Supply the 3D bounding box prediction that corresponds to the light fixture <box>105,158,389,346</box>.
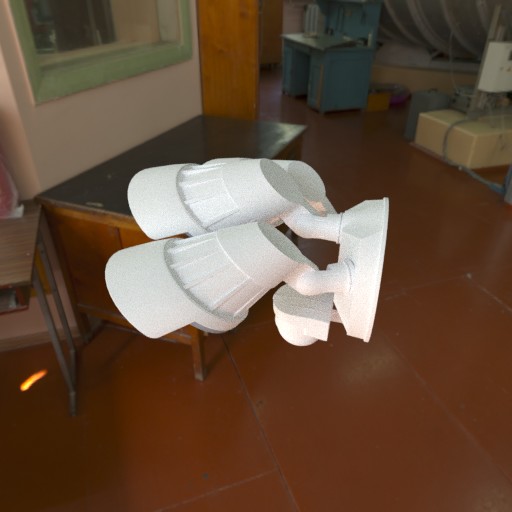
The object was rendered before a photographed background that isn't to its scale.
[{"bbox_3d":[0.000,0.000,0.524,0.278,0.237,0.369,8,33,12],"label":"light fixture"}]
